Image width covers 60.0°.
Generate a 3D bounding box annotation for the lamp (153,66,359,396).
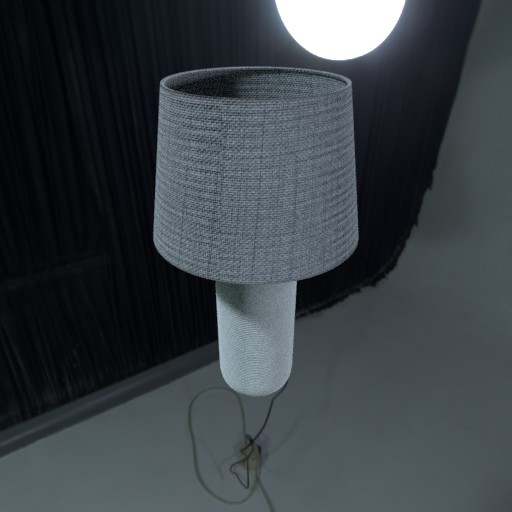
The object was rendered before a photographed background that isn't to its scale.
[{"bbox_3d":[0.000,0.000,0.574,0.251,0.429,0.251,0,31,0],"label":"lamp"}]
